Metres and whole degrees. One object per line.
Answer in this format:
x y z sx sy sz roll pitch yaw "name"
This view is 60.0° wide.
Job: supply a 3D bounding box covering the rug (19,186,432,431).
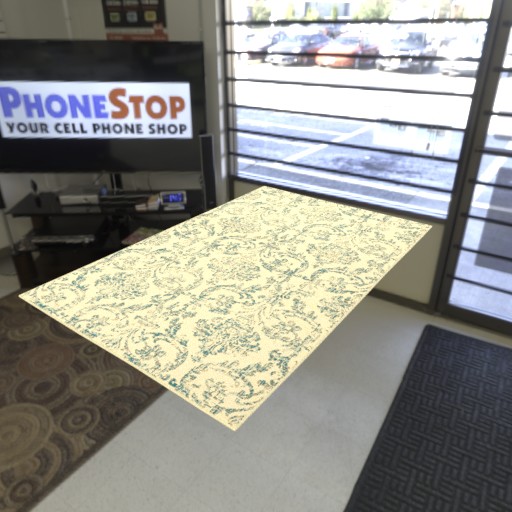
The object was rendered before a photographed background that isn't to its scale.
0.000 0.000 3.384 1.819 0.018 2.746 19 33 32 "rug"
